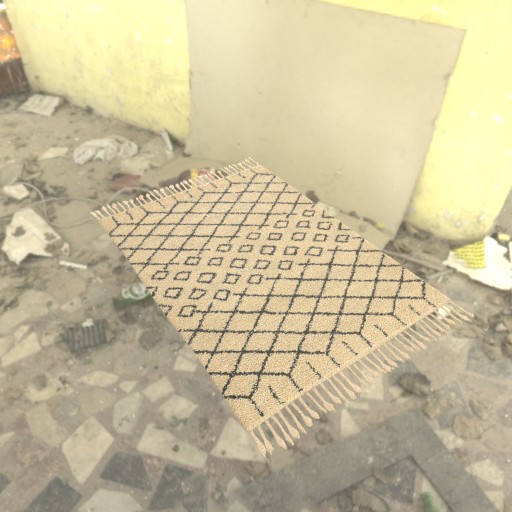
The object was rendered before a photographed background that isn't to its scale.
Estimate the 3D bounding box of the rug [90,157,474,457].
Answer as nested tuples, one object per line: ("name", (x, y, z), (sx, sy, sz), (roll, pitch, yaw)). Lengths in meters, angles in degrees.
("rug", (0.000, 0.000, 3.313), (1.664, 0.029, 2.615), (-24, 46, -26))
